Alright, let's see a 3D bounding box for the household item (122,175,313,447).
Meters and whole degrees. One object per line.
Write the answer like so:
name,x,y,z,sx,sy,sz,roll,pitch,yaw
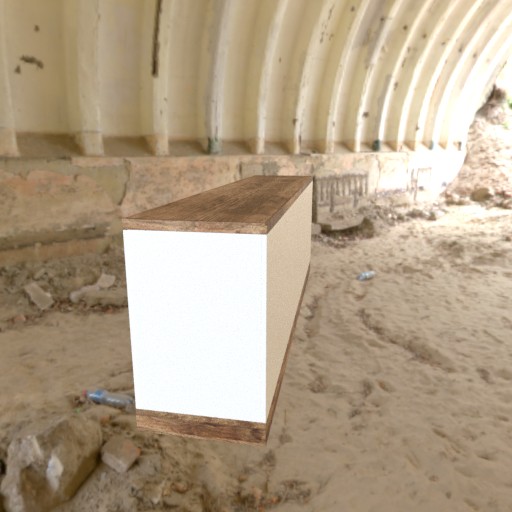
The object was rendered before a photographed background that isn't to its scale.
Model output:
household item,0.000,0.000,2.025,0.390,0.615,1.800,3,14,10
